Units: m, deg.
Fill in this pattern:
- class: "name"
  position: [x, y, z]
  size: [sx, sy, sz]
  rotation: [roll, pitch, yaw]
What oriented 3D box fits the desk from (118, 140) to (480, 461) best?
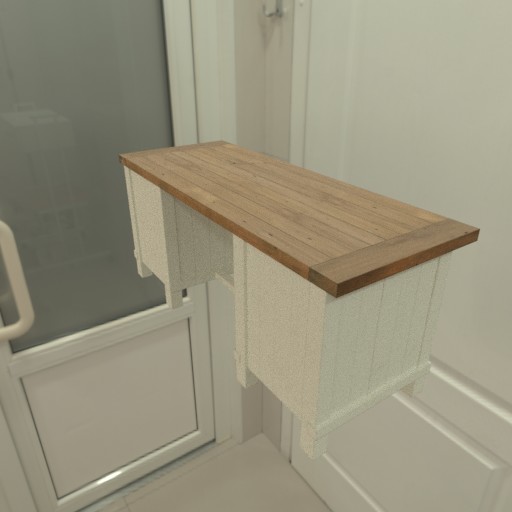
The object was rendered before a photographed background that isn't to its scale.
- class: "desk"
  position: [0.000, 0.000, 2.230]
  size: [0.688, 0.760, 1.803]
  rotation: [-17, 31, -30]
